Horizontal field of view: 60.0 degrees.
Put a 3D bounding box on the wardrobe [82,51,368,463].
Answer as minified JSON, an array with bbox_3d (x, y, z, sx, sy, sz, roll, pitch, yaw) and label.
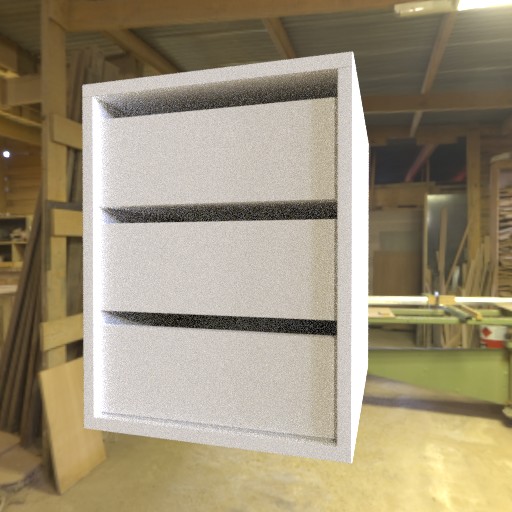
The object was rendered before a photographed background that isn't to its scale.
[{"bbox_3d":[0.000,0.000,0.854,0.400,0.520,0.500,0,1,16],"label":"wardrobe"}]
